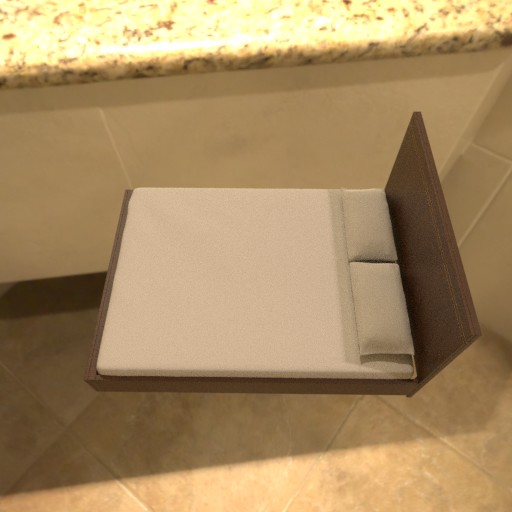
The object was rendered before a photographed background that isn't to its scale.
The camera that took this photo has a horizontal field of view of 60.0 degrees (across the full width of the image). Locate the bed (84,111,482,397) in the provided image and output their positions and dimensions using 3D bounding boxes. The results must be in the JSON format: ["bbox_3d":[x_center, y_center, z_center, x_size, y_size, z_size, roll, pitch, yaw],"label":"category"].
[{"bbox_3d":[0.000,0.000,3.086,2.221,1.169,1.613,1,58,0],"label":"bed"}]
